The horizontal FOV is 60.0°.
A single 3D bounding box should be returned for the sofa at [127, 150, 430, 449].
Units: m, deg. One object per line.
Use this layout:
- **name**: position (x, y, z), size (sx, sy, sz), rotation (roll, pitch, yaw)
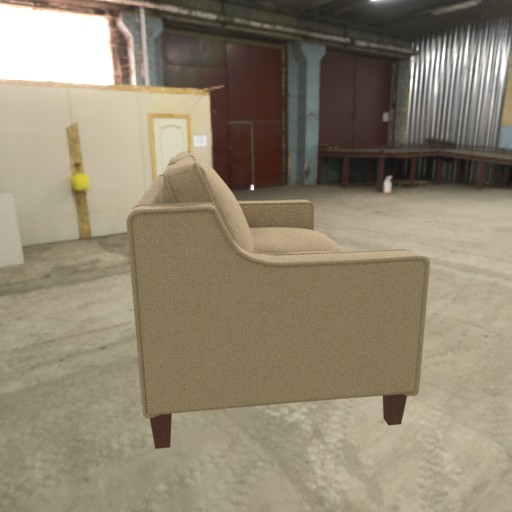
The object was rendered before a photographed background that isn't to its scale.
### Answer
- **sofa**: position (0.000, 0.000, 2.144), size (0.987, 0.971, 1.501), rotation (-2, 15, -9)
